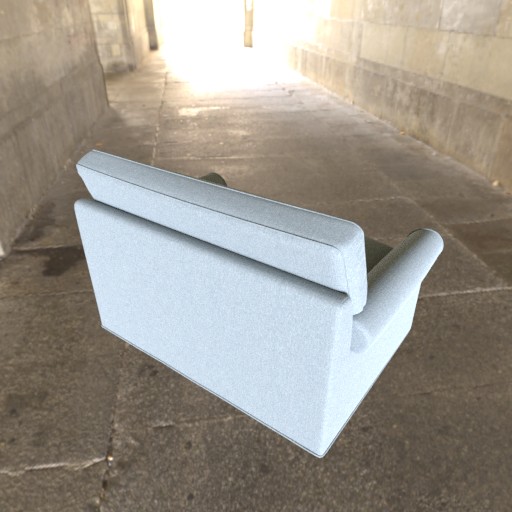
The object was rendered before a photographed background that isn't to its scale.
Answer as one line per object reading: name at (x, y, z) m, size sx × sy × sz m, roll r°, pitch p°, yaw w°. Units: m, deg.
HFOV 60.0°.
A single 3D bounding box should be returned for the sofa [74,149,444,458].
sofa at (0.000, 0.000, 2.042) m, size 1.410 × 0.953 × 0.940 m, roll 20°, pitch 35°, yaw 31°
